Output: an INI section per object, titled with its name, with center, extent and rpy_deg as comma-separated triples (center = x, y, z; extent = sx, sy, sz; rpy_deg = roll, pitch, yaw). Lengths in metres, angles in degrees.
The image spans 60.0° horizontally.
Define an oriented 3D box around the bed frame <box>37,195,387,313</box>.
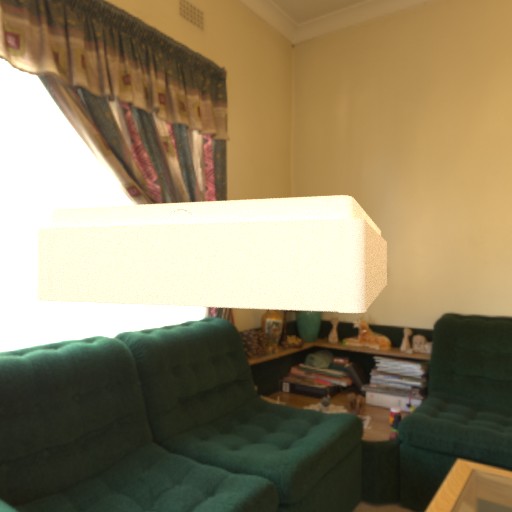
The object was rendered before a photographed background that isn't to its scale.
[bed frame]
center = 0.000, 0.000, 2.590
extent = 1.400, 0.406, 1.900
rpy_deg = 0, -1, 19
